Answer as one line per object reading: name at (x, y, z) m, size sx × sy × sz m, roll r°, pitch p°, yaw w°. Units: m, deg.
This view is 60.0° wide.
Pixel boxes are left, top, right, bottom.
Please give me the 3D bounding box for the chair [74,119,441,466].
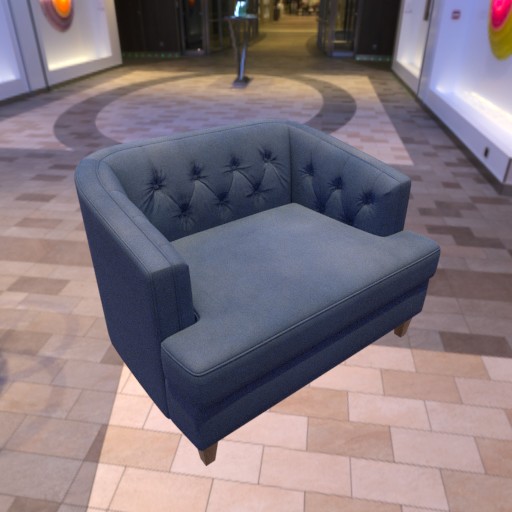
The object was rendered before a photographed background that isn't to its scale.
chair at (0.000, 0.000, 1.718) m, size 1.118 × 0.787 × 0.914 m, roll -21°, pitch 36°, yaw -32°
